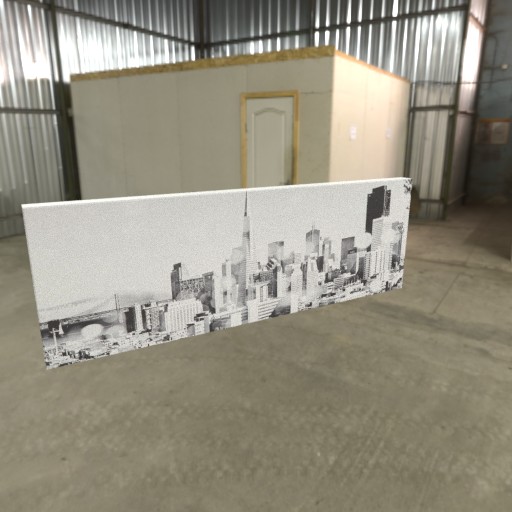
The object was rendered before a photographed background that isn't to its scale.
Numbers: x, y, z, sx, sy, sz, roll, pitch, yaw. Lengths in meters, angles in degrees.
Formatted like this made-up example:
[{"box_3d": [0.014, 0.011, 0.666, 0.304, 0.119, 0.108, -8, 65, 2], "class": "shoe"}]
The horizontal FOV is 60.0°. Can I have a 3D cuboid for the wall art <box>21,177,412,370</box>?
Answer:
[{"box_3d": [0.000, 0.000, 0.848, 0.766, 0.256, 0.036, -9, 18, -28], "class": "wall art"}]
